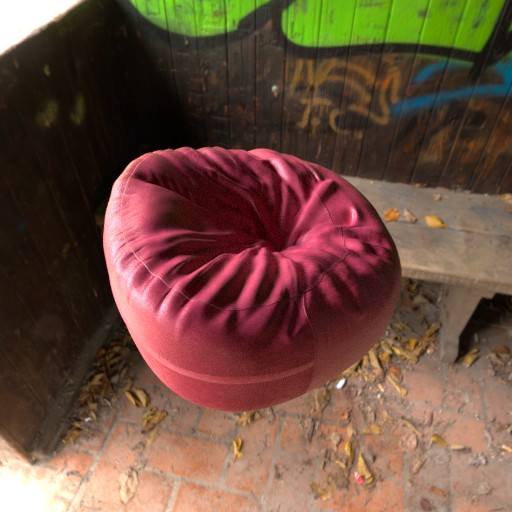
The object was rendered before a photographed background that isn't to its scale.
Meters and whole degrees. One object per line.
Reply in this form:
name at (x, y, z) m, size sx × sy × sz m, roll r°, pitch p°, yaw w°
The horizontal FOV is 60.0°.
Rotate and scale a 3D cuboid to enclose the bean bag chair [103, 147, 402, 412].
bean bag chair at (0.000, 0.000, 2.415) m, size 1.524 × 0.878 × 1.524 m, roll -11°, pitch 47°, yaw -11°
